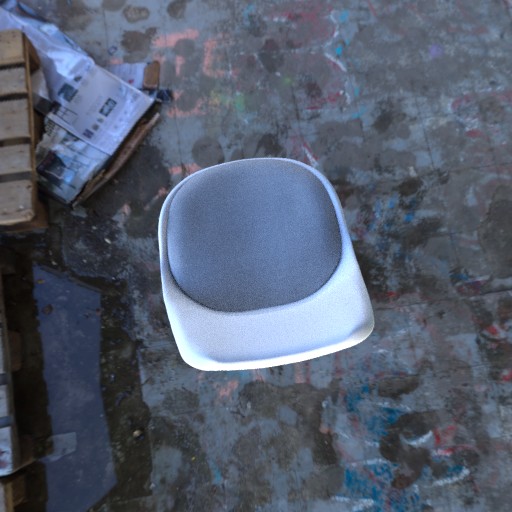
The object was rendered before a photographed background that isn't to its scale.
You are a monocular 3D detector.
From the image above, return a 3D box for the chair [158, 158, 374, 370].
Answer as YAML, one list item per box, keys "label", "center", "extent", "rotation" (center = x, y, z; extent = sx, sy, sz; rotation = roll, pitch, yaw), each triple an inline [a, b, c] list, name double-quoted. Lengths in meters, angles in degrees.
- label: "chair"
  center: [0.000, 0.000, 1.171]
  extent: [0.485, 0.850, 0.550]
  rotation: [-9, 77, -2]
